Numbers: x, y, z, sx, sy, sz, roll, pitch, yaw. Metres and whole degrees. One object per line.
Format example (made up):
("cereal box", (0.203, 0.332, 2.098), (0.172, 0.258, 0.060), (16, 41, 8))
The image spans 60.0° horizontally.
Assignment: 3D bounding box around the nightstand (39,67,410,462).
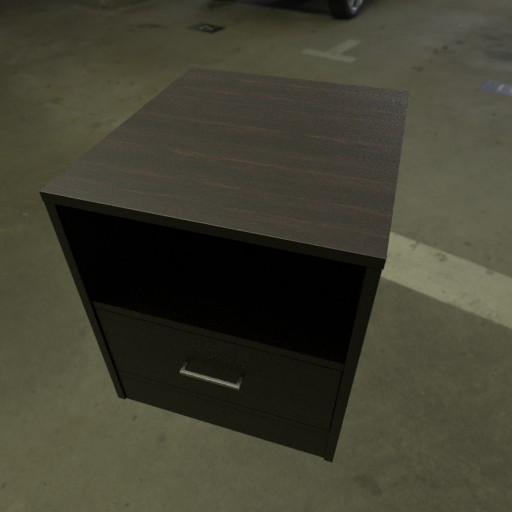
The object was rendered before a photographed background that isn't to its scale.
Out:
("nightstand", (0.000, 0.000, 0.781), (0.400, 0.460, 0.461), (12, 43, 13))
